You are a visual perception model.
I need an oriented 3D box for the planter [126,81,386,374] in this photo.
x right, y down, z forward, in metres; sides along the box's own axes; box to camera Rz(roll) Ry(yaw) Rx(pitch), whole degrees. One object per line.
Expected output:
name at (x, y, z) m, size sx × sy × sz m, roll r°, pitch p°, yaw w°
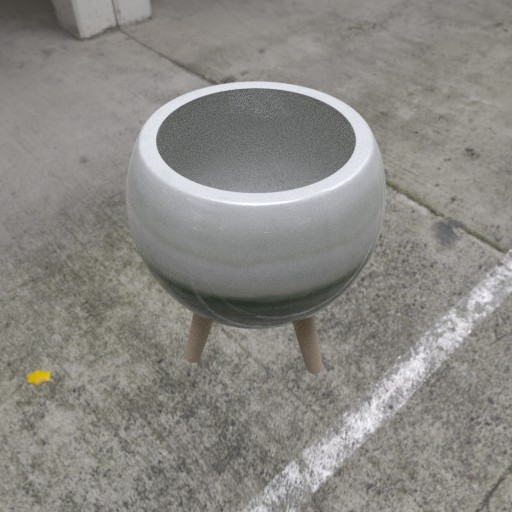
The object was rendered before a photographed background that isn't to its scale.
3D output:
planter at (0.000, 0.000, 0.444) m, size 0.222 × 0.278 × 0.222 m, roll 0°, pitch 46°, yaw 0°
